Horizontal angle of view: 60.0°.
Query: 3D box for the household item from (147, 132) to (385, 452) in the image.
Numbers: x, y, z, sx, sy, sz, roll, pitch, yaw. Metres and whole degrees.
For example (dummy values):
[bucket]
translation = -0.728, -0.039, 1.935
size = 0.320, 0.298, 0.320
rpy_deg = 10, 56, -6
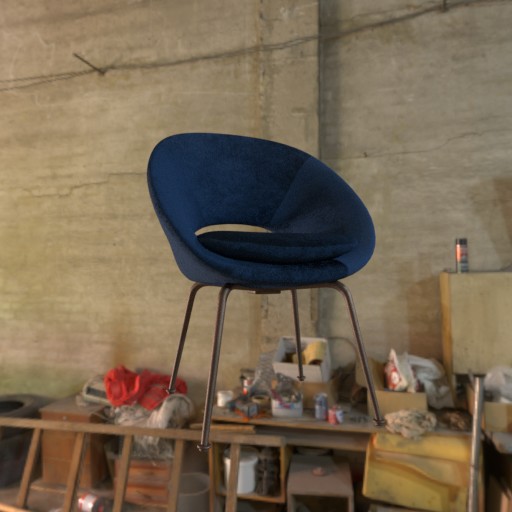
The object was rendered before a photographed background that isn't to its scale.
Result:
[household item]
translation = 0.000, 0.000, 1.290
size = 0.623, 0.852, 0.573
rpy_deg = 0, -1, -20
